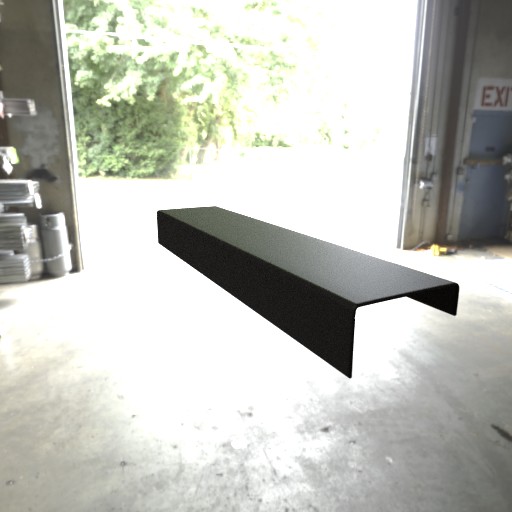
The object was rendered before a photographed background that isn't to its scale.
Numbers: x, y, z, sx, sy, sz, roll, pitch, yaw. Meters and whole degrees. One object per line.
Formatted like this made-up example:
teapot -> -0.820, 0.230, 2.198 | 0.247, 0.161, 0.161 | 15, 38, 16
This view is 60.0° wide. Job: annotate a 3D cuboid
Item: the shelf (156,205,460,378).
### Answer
shelf -> 0.000, 0.000, 0.506 | 0.102, 0.053, 0.456 | -8, 16, -27
